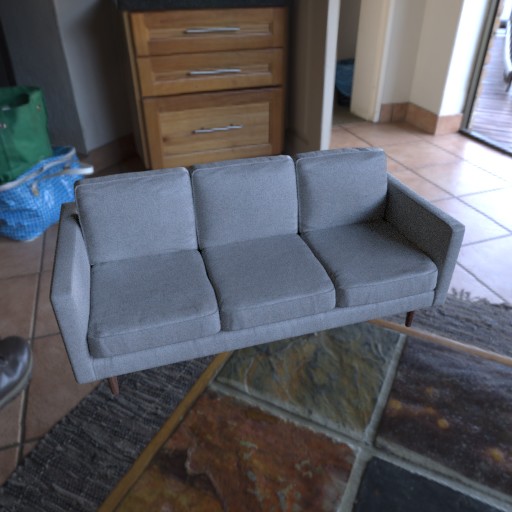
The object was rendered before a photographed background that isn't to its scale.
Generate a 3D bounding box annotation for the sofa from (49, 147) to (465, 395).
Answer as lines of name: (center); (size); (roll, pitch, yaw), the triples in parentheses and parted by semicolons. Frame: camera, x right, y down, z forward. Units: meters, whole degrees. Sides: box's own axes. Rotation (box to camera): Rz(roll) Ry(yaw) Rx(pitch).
sofa: (0.000, 0.000, 2.471); (1.983, 0.918, 0.944); (-10, 34, -14)
